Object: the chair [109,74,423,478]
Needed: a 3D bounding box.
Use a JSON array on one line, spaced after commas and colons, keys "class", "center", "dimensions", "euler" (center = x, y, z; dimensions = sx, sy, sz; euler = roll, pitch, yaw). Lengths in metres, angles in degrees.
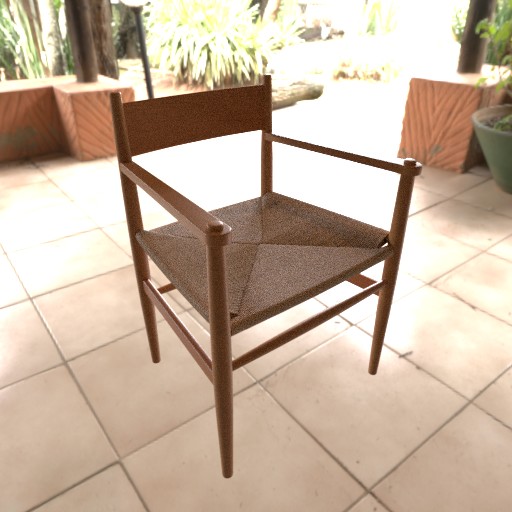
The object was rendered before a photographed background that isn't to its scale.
[{"class": "chair", "center": [0.000, 0.000, 1.103], "dimensions": [0.556, 0.762, 0.495], "euler": [-22, 36, -32]}]
